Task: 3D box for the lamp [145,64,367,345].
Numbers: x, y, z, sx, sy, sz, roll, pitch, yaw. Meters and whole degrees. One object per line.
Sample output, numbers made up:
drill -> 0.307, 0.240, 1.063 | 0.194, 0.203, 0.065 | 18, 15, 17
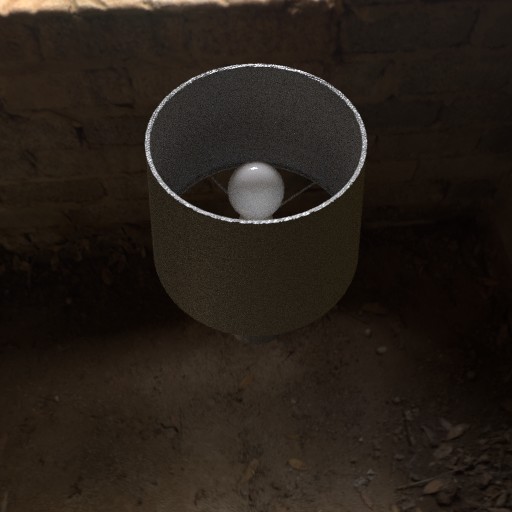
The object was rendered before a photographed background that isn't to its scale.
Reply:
lamp -> 0.000, 0.000, 0.583 | 0.253, 0.428, 0.253 | 0, 59, 0
